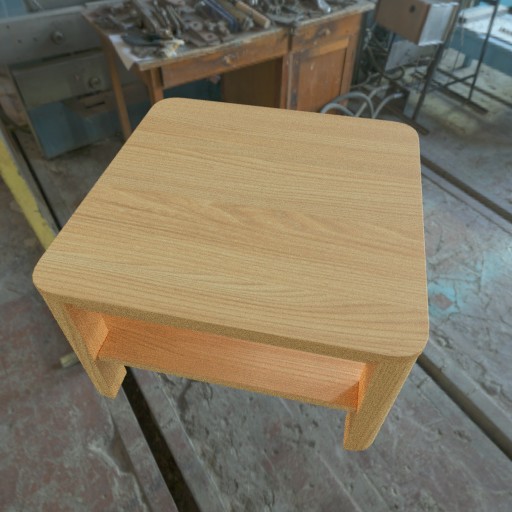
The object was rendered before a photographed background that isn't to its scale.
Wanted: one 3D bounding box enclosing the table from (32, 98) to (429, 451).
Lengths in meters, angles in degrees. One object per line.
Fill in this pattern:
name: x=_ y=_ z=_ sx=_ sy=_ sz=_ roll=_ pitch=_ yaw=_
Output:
table: x=0.000 y=0.000 z=1.192 sx=0.750 sy=0.450 sz=0.750 roll=9 pitch=48 yaw=8
